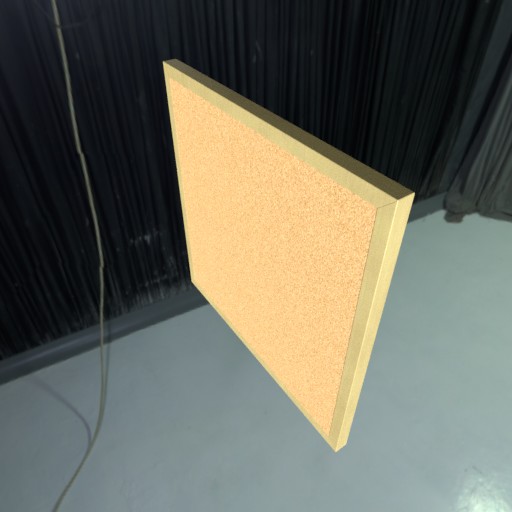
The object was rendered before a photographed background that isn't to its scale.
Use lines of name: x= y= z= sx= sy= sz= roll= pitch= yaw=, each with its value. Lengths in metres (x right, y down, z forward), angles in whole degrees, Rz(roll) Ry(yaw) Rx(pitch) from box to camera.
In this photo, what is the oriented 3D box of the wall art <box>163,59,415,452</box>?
wall art: x=0.000 y=0.000 z=1.126 sx=0.037 sy=0.763 sz=0.763 roll=-24 pitch=46 yaw=-26
